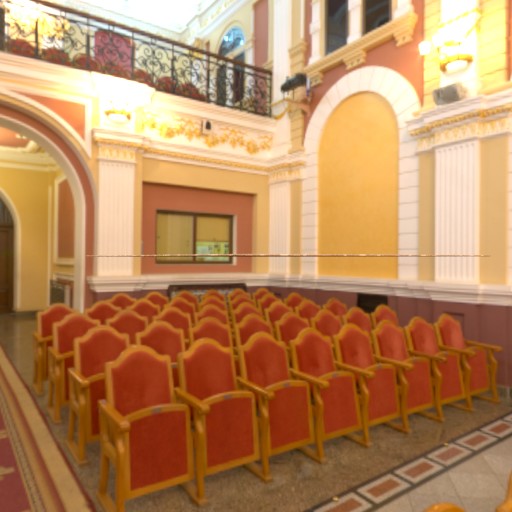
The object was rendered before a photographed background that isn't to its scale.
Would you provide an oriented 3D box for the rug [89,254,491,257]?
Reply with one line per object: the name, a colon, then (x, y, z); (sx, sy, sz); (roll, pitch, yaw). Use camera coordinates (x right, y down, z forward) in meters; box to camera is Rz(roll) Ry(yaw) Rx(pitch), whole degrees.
rug: (0.000, 0.000, 4.368); (2.438, 0.010, 3.353); (0, 0, -34)
